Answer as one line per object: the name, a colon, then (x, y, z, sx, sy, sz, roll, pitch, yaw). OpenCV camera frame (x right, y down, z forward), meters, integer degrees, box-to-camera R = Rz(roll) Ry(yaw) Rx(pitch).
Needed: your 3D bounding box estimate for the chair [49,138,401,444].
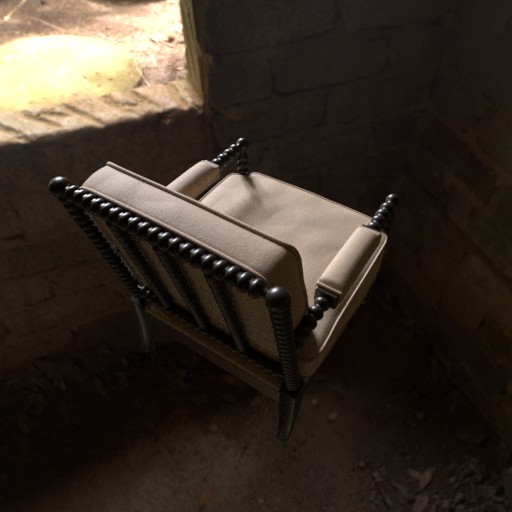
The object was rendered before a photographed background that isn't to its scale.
chair: (0.000, 0.000, 1.168, 0.555, 0.703, 0.657, 26, 52, 22)
